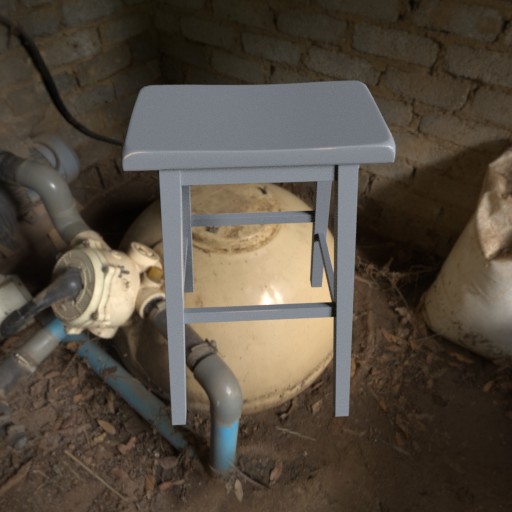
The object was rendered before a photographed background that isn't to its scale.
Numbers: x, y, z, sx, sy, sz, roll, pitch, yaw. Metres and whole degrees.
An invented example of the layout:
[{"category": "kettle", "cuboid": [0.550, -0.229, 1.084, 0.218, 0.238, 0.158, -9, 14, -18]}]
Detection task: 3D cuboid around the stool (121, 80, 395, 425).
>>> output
[{"category": "stool", "cuboid": [0.000, 0.000, 1.052, 0.457, 0.737, 0.476, -2, 46, -2]}]
